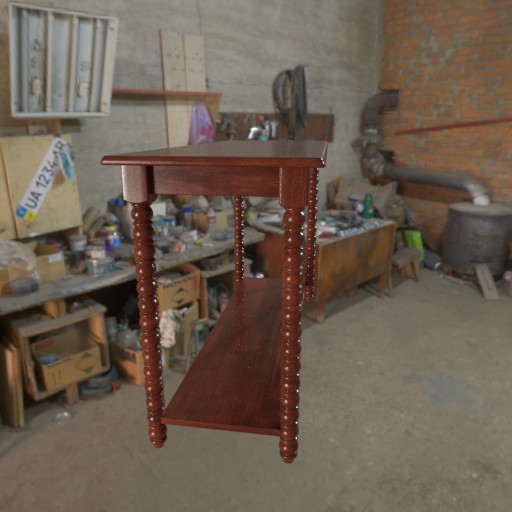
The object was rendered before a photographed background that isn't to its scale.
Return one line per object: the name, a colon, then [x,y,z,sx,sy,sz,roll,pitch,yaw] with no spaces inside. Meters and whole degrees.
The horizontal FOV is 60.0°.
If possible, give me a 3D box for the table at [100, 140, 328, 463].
table: [0.000,0.000,1.529,0.459,0.740,1.184,3,16,9]
